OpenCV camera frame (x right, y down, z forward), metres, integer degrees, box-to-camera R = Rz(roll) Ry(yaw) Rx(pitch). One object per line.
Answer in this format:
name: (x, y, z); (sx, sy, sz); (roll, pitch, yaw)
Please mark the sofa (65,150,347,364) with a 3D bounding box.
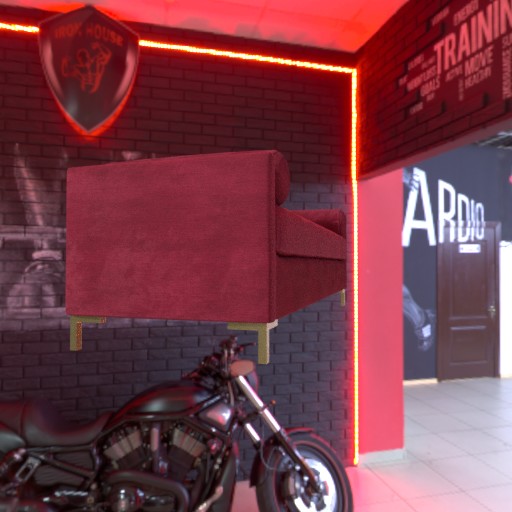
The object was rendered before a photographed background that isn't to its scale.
sofa: (0.000, 0.000, 2.453); (0.796, 0.705, 2.102); (0, -1, 18)
